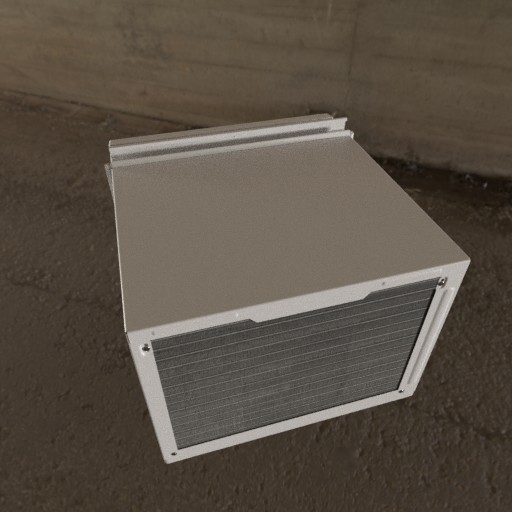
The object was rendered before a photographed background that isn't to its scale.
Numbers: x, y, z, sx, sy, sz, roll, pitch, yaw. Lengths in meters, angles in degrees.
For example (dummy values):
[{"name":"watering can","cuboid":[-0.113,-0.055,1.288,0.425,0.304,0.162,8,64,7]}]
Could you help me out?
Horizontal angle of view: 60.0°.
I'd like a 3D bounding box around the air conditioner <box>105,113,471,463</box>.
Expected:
[{"name":"air conditioner","cuboid":[0.000,0.000,0.883,0.503,0.388,0.546,-11,42,-12]}]
